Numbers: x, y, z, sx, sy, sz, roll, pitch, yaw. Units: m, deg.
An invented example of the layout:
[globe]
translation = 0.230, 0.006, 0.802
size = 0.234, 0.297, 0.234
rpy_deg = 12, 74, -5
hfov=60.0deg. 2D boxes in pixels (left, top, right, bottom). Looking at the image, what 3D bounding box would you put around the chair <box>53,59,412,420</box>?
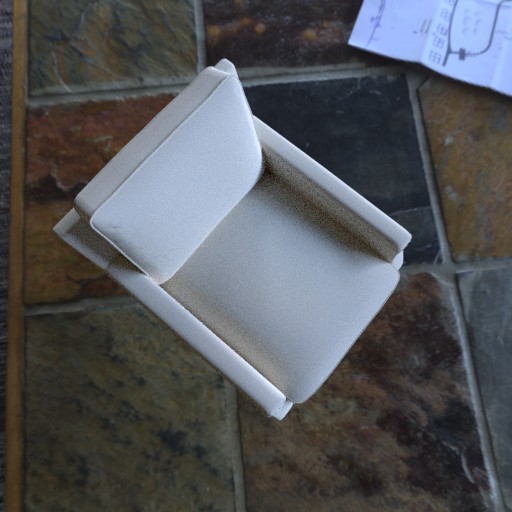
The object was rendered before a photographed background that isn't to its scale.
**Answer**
[chair]
translation = 0.000, 0.000, 1.733
size = 1.014, 0.943, 0.853
rpy_deg = 39, 79, 9
